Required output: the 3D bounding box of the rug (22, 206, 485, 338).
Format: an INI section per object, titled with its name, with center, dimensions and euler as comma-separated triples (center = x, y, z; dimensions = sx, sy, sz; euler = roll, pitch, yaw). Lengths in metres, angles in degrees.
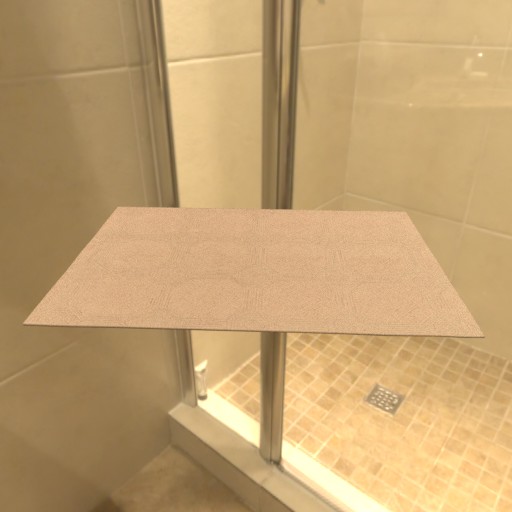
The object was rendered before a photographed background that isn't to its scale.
[rug]
center = 0.000, 0.000, 2.290
dimensions = 1.839, 0.009, 1.236
euler = 1, 29, 2
